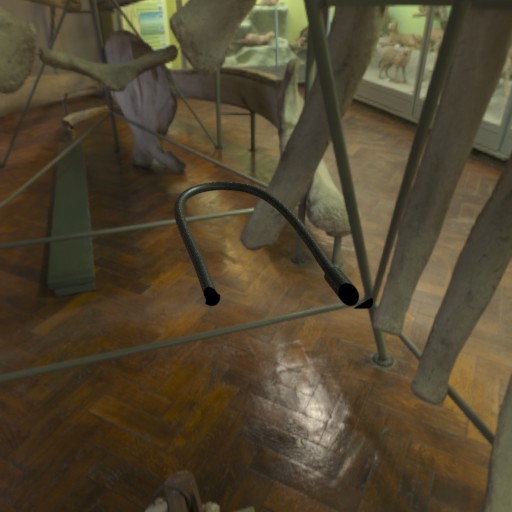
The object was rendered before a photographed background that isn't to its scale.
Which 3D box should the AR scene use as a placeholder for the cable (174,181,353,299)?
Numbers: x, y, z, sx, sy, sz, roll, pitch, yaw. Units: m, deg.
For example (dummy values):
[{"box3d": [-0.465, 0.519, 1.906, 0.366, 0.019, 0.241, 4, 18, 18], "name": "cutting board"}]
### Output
[{"box3d": [0.000, 0.000, 0.114, 0.040, 0.006, 0.098, -9, 33, -14], "name": "cable"}]
